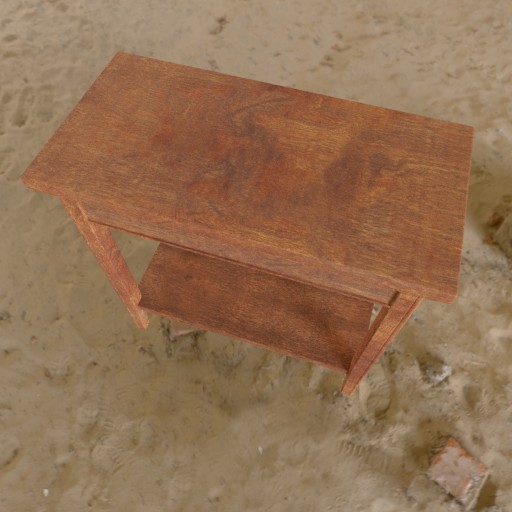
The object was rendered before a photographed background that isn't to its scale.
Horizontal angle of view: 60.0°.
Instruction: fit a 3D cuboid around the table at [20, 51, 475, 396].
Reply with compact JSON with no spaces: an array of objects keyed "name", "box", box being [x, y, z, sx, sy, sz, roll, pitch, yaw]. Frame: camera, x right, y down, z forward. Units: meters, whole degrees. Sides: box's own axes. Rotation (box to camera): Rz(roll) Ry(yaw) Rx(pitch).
[{"name":"table","box":[0.000,0.000,0.918,0.610,0.610,0.305,16,60,9]}]
